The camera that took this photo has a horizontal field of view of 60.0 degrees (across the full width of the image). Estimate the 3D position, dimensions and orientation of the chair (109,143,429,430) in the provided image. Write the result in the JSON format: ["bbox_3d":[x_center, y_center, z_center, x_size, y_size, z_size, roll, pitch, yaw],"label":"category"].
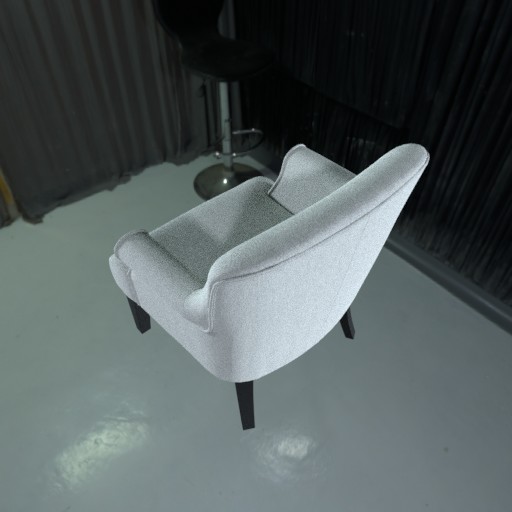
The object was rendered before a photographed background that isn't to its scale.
[{"bbox_3d":[0.000,0.000,1.458,0.781,0.875,0.750,-33,54,-28],"label":"chair"}]
